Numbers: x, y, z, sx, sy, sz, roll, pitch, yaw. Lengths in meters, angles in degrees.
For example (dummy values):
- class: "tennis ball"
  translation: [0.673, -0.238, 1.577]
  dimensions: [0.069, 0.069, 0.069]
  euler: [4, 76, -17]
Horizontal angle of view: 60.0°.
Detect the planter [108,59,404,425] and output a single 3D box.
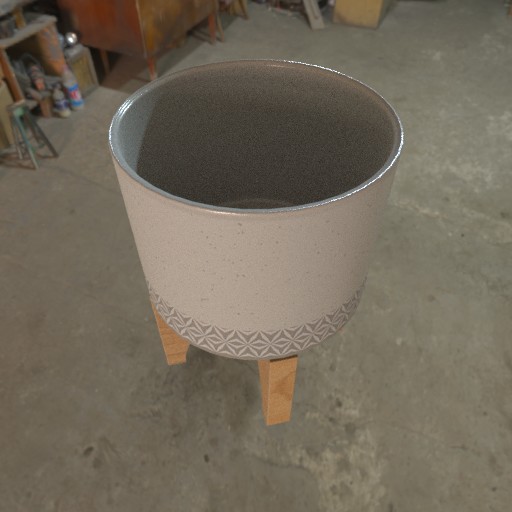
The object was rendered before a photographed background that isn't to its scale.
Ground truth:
- class: "planter"
  translation: [0.000, 0.000, 0.263]
  dimensions: [0.130, 0.178, 0.130]
  euler: [0, 46, 0]
